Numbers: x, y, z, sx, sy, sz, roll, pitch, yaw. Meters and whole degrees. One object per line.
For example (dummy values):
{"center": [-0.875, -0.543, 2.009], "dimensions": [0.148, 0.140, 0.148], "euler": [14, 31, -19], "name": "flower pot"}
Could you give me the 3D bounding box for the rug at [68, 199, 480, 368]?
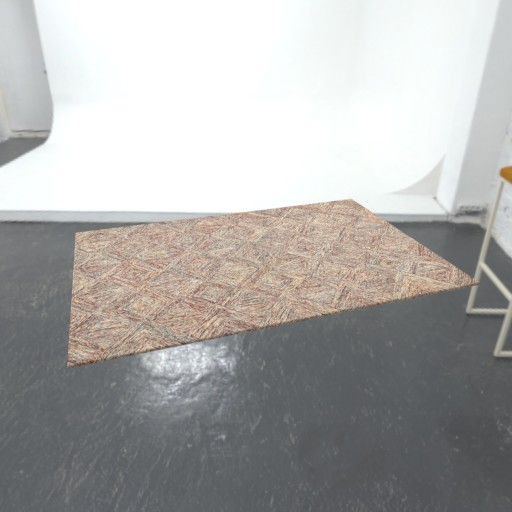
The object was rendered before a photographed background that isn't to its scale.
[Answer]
{"center": [0.000, 0.000, 2.941], "dimensions": [2.285, 0.019, 1.523], "euler": [-9, 29, -16], "name": "rug"}
